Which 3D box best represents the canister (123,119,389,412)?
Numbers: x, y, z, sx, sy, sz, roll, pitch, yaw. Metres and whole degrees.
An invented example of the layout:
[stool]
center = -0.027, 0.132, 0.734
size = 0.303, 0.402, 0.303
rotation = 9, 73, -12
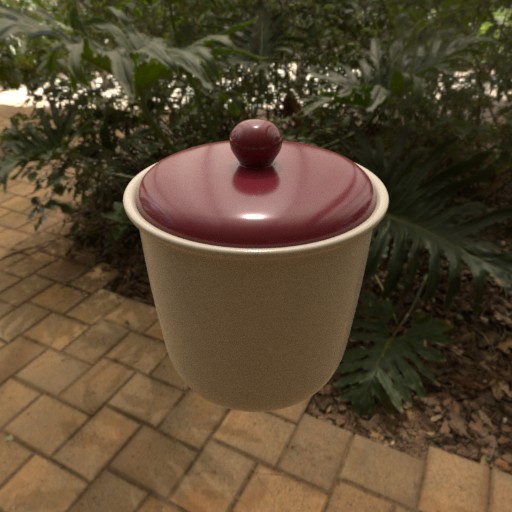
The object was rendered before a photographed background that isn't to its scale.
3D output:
[canister]
center = 0.000, 0.000, 0.343
size = 0.182, 0.208, 0.182
rotation = 0, 32, 0
